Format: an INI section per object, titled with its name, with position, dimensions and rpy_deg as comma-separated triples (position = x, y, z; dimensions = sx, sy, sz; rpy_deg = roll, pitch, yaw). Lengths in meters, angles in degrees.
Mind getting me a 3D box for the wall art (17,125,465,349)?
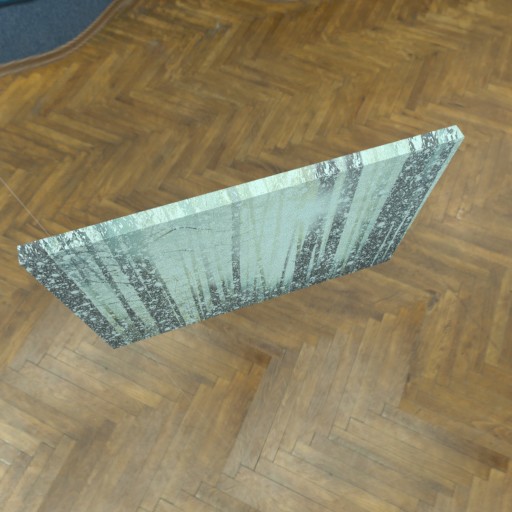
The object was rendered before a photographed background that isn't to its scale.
[wall art]
position = 0.000, 0.000, 1.145
dimensions = 0.919, 0.598, 0.038
rpy_deg = -17, 65, -8
